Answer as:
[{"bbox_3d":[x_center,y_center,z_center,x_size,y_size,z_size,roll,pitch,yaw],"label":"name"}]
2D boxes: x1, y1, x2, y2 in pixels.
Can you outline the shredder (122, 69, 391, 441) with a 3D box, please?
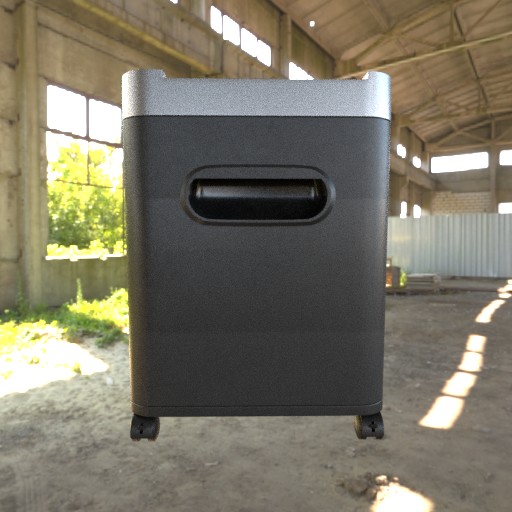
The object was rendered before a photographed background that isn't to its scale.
[{"bbox_3d":[0.000,0.000,0.601,0.311,0.419,0.237,0,1,-1],"label":"shredder"}]
